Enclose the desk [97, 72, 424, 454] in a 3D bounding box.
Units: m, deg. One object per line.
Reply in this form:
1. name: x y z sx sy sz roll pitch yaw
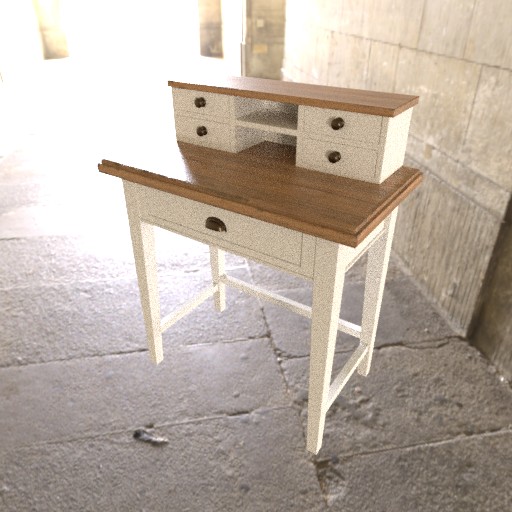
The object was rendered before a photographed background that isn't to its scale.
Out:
1. desk: 0.000 0.000 1.411 0.814 0.981 0.462 19 36 29
